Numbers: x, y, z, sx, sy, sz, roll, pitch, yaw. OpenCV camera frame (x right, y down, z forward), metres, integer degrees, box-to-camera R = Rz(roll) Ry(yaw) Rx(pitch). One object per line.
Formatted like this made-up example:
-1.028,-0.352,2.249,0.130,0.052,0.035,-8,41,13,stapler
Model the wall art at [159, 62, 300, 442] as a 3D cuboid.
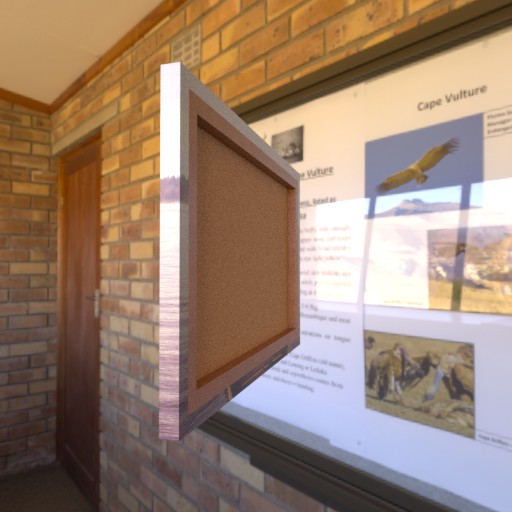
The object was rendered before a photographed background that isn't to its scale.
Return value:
0.000,0.000,1.149,0.037,0.609,0.916,0,-1,18,wall art
